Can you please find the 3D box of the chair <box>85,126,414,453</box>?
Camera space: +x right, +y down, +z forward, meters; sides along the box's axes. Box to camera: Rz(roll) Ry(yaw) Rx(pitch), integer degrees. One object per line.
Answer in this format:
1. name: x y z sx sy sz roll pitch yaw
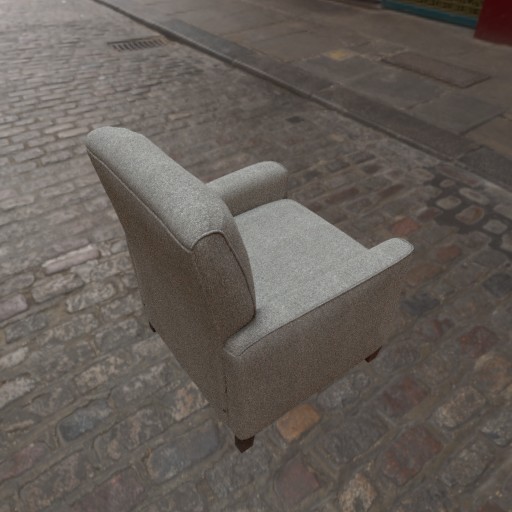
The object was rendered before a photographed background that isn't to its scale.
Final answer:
1. chair: 0.000 0.000 1.662 0.858 1.028 0.841 -25 46 -27
